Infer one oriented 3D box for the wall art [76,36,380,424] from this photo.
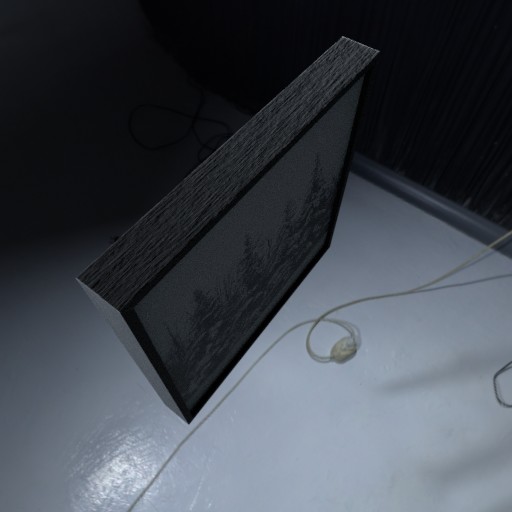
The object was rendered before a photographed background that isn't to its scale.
[{"bbox_3d":[0.000,0.000,0.450,0.037,0.305,0.305,33,63,19],"label":"wall art"}]
